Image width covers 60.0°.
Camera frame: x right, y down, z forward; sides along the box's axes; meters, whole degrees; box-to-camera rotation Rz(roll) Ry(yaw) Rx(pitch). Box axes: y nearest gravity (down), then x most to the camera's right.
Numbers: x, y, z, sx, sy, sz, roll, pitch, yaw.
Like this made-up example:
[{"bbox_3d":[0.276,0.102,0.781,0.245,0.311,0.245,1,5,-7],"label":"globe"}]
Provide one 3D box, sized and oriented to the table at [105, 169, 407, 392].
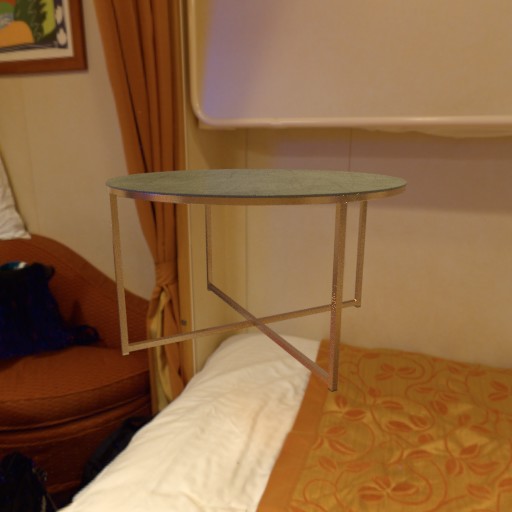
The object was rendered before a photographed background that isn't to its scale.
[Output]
[{"bbox_3d":[0.000,0.000,1.294,0.800,0.450,0.800,0,15,0],"label":"table"}]
